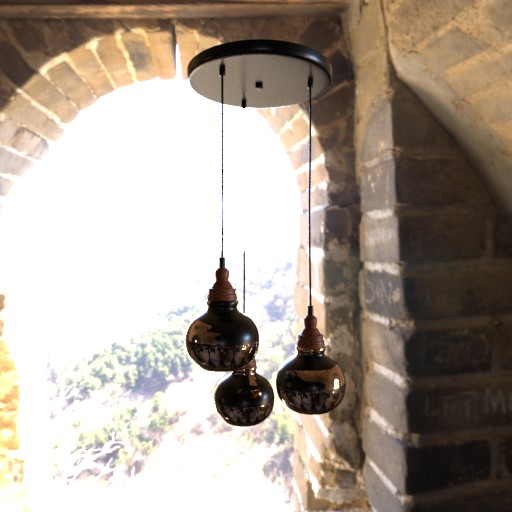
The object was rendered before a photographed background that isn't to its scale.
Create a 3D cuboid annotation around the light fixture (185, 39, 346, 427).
[{"bbox_3d":[0.000,0.000,1.699,0.608,1.410,0.605,0,0,37],"label":"light fixture"}]
